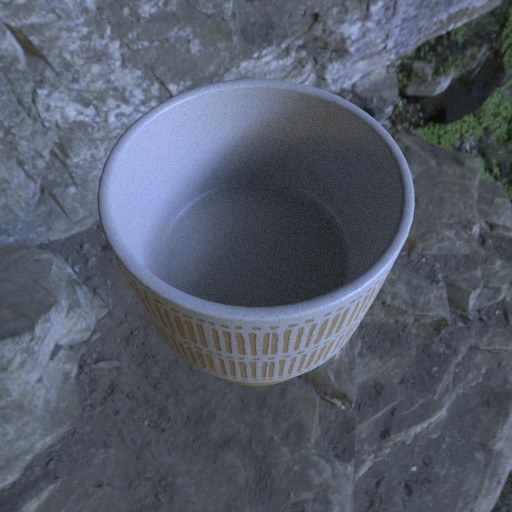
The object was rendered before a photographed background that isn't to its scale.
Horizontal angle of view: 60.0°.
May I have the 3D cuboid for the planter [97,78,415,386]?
[{"bbox_3d":[0.000,0.000,0.575,0.317,0.303,0.317,0,58,0],"label":"planter"}]
